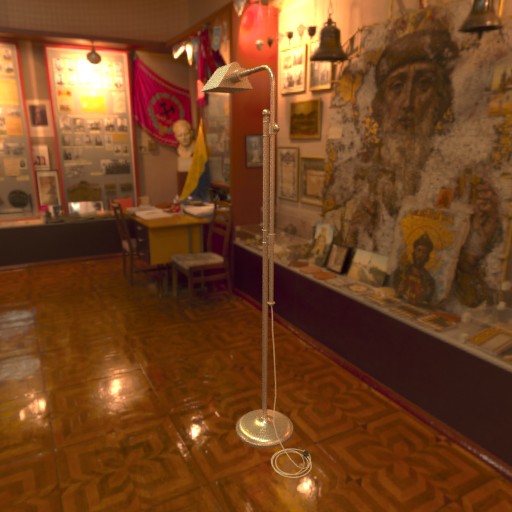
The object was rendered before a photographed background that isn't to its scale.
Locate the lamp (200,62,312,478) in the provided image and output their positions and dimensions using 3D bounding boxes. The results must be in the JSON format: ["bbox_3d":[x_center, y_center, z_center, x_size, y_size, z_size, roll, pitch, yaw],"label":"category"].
[{"bbox_3d":[0.000,0.000,1.867,0.256,1.571,0.813,-7,16,-25],"label":"lamp"}]
